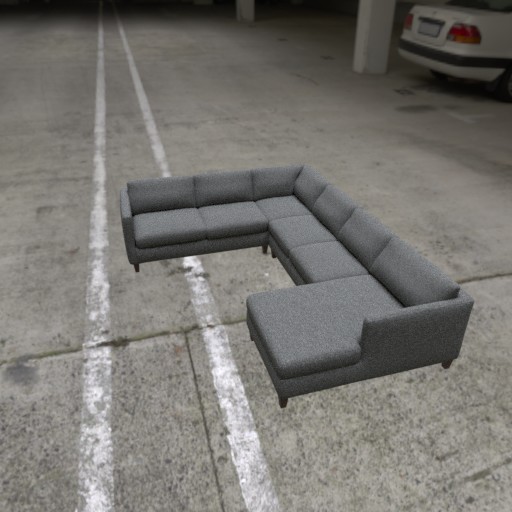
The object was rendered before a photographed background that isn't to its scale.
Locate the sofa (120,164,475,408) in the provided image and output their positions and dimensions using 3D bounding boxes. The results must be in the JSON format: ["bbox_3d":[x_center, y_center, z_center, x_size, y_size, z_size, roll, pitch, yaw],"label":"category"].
[{"bbox_3d":[0.000,0.000,4.490,2.551,0.853,3.238,-8,31,-14],"label":"sofa"}]
